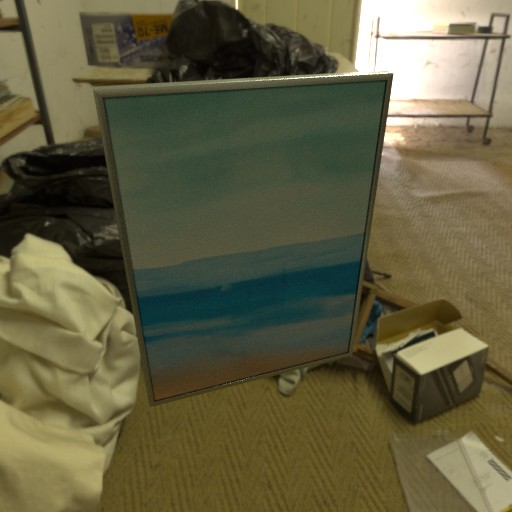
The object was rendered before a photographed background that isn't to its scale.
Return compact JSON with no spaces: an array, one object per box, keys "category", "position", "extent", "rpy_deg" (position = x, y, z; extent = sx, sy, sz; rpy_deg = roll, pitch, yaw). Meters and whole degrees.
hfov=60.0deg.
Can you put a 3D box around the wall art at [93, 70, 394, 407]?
[{"category":"wall art","position":[0.000,0.000,1.415],"extent":[0.803,1.062,0.041],"rpy_deg":[-10,32,-16]}]
